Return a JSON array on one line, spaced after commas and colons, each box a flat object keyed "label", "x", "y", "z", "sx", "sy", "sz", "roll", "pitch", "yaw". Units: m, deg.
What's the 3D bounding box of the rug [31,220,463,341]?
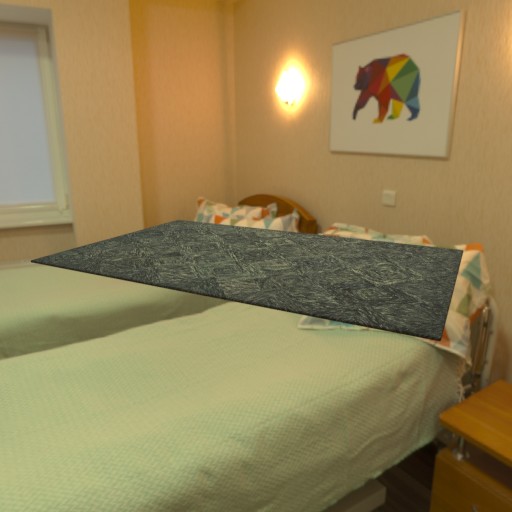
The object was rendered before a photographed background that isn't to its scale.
[{"label": "rug", "x": 0.000, "y": 0.000, "z": 2.816, "sx": 2.330, "sy": 0.017, "sz": 1.478, "roll": 8, "pitch": 17, "yaw": 26}]
